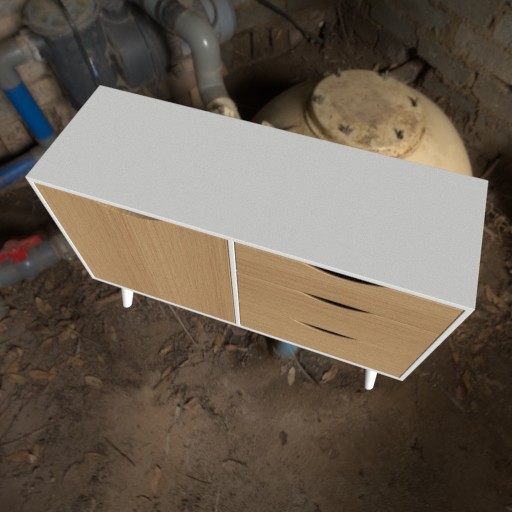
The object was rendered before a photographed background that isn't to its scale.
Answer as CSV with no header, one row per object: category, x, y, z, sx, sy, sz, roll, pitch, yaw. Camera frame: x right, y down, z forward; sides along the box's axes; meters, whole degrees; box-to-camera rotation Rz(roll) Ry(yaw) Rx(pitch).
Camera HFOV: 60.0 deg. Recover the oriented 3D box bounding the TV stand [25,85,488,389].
TV stand,0.000,0.000,1.553,1.193,0.812,0.406,17,60,10
